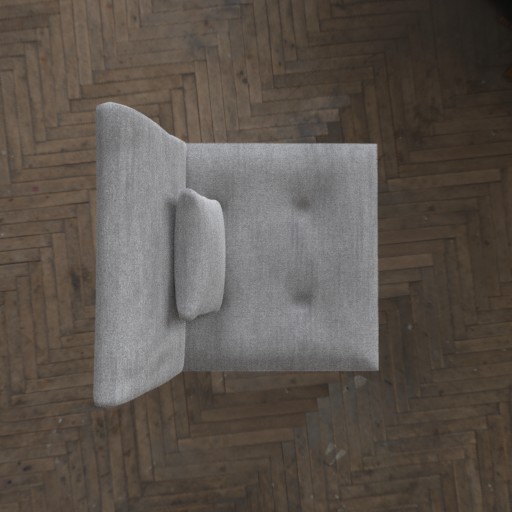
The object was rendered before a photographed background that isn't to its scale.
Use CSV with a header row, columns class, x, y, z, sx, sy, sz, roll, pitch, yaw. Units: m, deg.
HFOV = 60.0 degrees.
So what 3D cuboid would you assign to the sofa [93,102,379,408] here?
class,x,y,z,sx,sy,sz,roll,pitch,yaw
sofa,0.000,0.000,1.698,1.000,0.820,0.930,0,89,-1
